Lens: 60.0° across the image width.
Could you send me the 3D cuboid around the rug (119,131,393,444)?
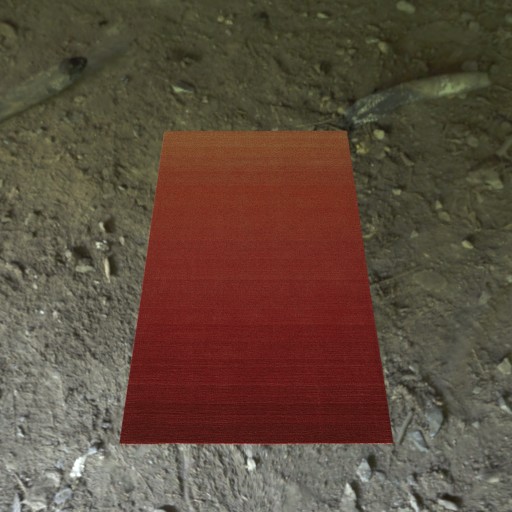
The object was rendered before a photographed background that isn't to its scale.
[{"bbox_3d":[0.000,0.000,3.092,1.531,0.010,2.442,0,59,0],"label":"rug"}]
